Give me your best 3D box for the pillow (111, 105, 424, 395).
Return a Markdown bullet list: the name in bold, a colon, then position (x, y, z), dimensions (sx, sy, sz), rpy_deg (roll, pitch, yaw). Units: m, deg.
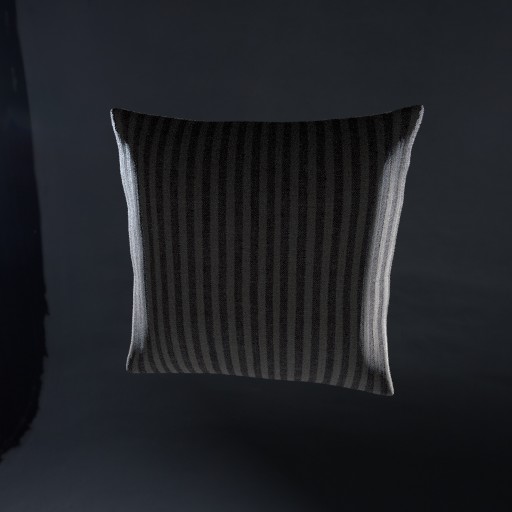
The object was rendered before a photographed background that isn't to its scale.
- **pillow**: position (0.000, 0.000, 0.789), dimensions (0.523, 0.506, 0.166), rpy_deg (3, 16, 9)
